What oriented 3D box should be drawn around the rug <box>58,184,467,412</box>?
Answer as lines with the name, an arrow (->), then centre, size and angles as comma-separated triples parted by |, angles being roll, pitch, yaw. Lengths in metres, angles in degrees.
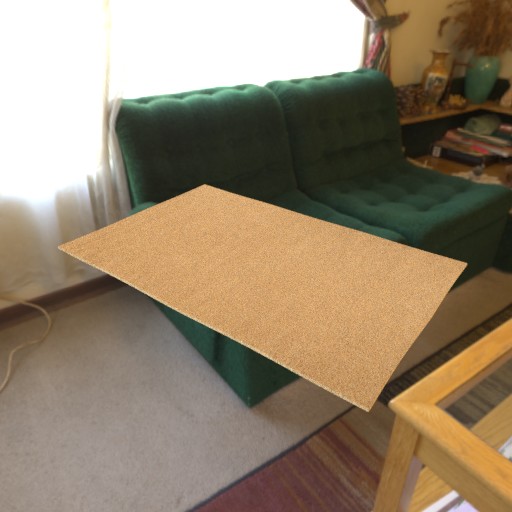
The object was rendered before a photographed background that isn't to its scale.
rug -> 0.000, 0.000, 3.011 | 2.346, 0.025, 1.500 | 21, 36, 32
